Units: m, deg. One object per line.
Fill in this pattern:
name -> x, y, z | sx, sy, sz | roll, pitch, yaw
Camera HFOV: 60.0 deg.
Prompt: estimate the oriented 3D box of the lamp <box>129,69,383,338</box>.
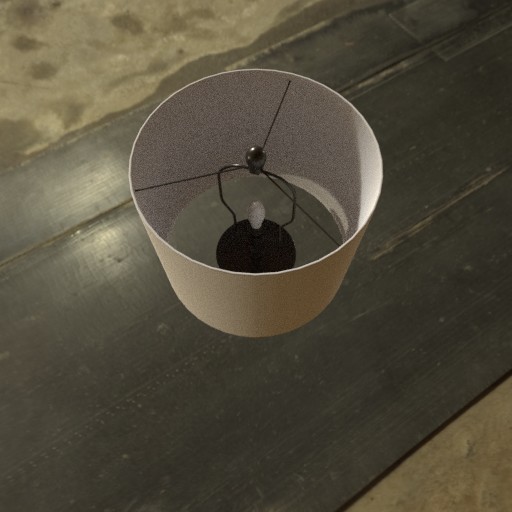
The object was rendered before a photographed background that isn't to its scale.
lamp -> 0.000, 0.000, 0.773 | 0.304, 0.573, 0.304 | 17, 65, 8
